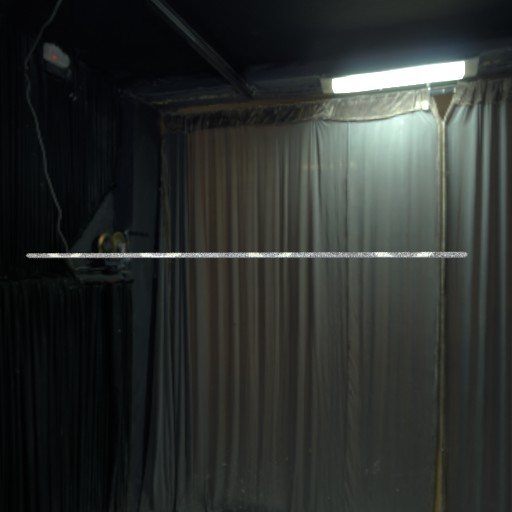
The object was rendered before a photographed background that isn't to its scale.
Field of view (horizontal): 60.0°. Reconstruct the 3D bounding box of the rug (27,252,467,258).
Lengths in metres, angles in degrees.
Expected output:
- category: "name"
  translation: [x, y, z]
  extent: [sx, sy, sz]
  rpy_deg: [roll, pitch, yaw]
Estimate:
- category: "rug"
  translation: [0.000, 0.000, 2.936]
  extent: [2.348, 0.025, 1.501]
  rpy_deg: [0, 0, 17]
